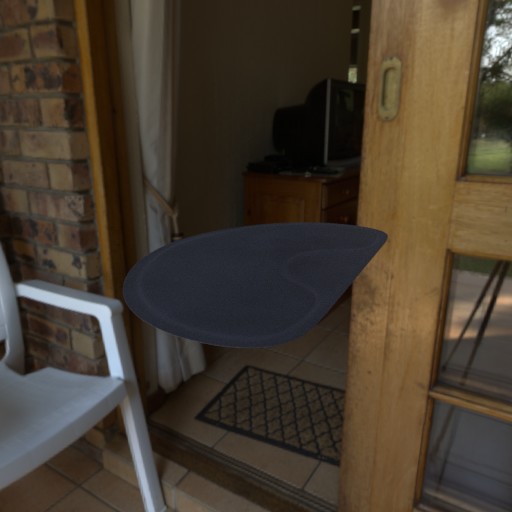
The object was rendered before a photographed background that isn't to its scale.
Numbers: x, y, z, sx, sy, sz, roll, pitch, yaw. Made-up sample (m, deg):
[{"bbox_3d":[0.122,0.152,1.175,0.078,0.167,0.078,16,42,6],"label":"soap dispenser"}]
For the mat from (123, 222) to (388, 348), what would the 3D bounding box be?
[{"bbox_3d":[0.000,0.000,1.910,0.913,0.013,1.524,8,19,25],"label":"mat"}]
